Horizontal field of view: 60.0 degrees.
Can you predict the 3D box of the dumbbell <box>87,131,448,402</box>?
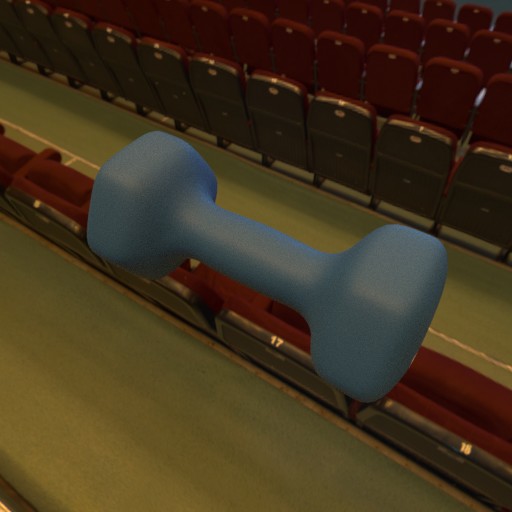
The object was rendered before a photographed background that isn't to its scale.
[{"bbox_3d":[0.000,0.000,0.272,0.212,0.093,0.103,26,53,22],"label":"dumbbell"}]
